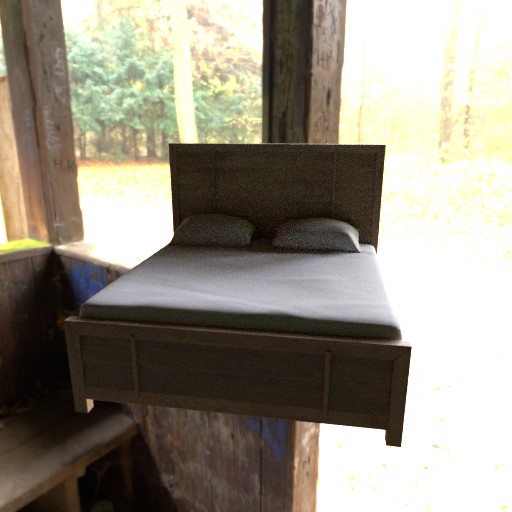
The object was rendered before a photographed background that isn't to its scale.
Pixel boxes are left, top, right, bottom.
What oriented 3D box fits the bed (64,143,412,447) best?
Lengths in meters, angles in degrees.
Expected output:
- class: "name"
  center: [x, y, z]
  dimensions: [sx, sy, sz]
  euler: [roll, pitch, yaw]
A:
- class: "bed"
  center: [0.000, 0.000, 3.436]
  dimensions: [2.032, 1.626, 2.032]
  euler: [3, 16, 9]
